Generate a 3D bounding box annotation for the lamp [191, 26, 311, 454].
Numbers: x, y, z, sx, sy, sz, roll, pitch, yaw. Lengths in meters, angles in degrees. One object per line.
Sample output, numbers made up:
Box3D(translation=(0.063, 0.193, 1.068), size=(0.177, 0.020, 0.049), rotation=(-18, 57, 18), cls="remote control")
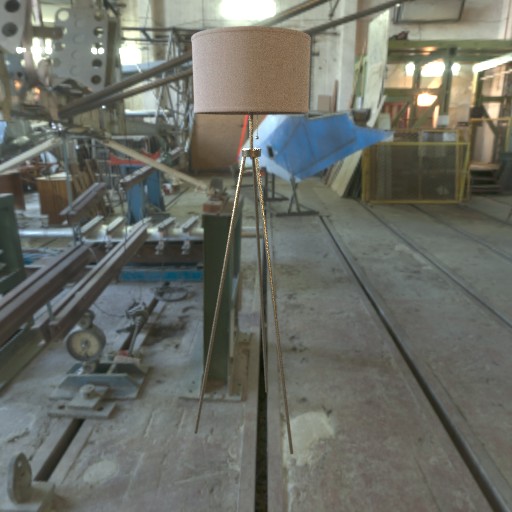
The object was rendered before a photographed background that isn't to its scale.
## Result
Box3D(translation=(0.000, 0.000, 1.722), size=(0.449, 1.545, 0.460), rotation=(-15, 22, -42), cls="lamp")
